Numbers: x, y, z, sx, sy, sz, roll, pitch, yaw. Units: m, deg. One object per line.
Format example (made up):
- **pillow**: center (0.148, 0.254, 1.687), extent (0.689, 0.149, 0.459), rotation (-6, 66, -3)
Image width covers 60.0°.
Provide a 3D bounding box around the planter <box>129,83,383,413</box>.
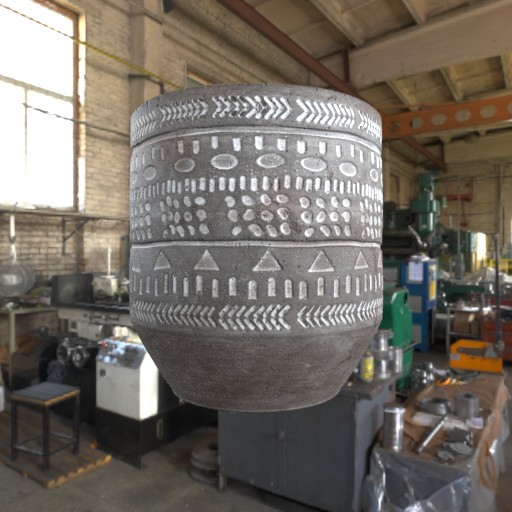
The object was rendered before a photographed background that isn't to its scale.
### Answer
- **planter**: center (0.000, 0.000, 0.221), extent (0.122, 0.128, 0.122), rotation (0, 0, 0)
